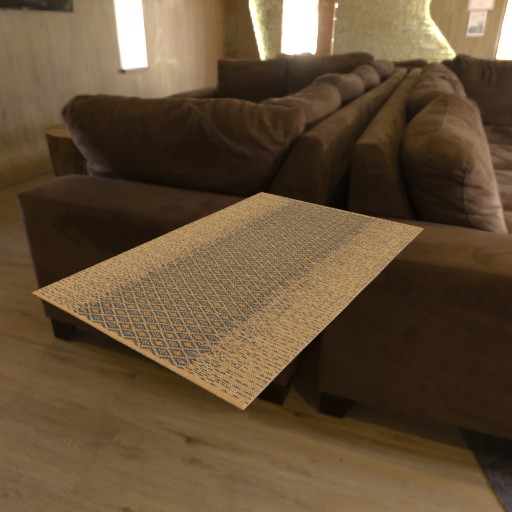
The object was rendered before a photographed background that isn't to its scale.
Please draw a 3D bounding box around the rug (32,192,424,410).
[{"bbox_3d":[0.000,0.000,2.375,1.219,0.005,1.828,18,31,32],"label":"rug"}]
